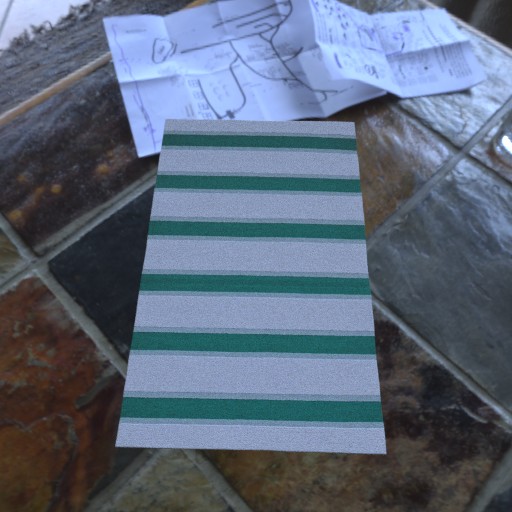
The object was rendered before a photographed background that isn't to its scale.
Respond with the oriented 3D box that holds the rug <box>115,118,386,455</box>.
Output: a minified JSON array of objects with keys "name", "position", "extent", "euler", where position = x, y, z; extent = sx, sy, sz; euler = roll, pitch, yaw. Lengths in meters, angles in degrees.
[{"name":"rug","position":[0.000,0.000,3.019],"extent":[1.521,0.015,2.436],"euler":[1,64,1]}]
